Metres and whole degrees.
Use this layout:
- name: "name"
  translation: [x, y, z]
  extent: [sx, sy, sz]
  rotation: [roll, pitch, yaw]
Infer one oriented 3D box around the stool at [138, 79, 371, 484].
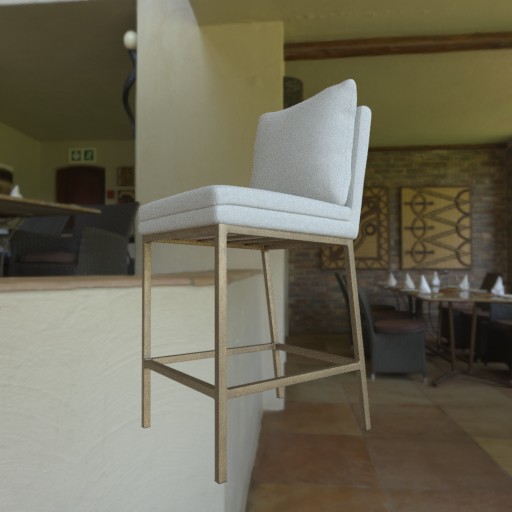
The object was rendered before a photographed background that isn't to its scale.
- name: "stool"
  translation: [0.000, 0.000, 1.333]
  extent: [0.572, 1.032, 0.463]
  rotation: [1, -1, -37]
